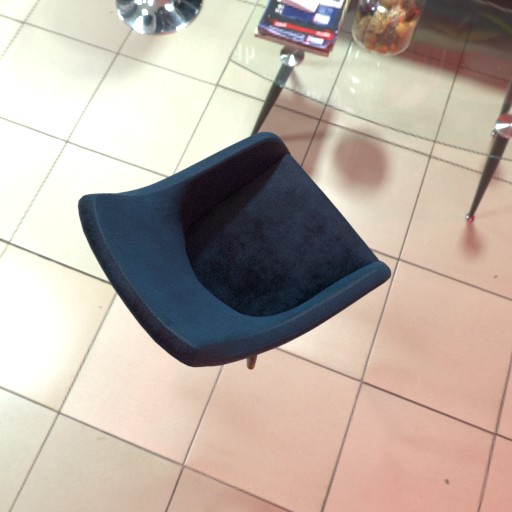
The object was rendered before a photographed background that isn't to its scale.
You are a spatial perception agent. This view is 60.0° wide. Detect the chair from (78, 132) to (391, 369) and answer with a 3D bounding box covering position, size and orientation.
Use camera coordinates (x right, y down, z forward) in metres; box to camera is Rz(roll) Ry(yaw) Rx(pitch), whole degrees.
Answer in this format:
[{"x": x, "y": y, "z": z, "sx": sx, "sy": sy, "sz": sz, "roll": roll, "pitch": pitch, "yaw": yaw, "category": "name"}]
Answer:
[{"x": 0.000, "y": 0.000, "z": 1.563, "sx": 0.794, "sy": 1.081, "sz": 0.683, "roll": -35, "pitch": 76, "yaw": -10, "category": "chair"}]
